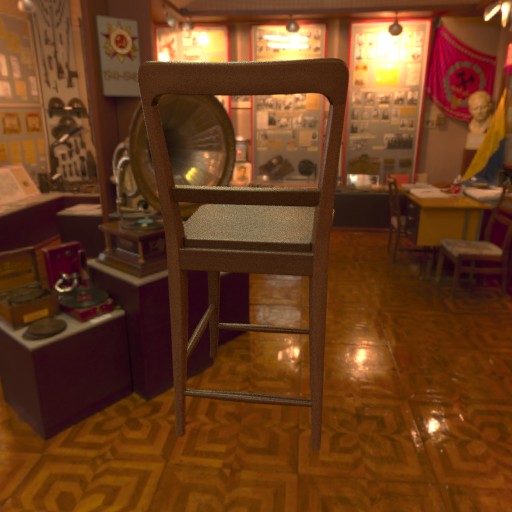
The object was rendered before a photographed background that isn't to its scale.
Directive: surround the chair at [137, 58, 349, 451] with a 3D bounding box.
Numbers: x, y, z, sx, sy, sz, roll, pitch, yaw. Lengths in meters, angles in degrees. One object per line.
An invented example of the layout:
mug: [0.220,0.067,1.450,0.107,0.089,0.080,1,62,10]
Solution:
chair: [0.000,0.000,1.277,0.450,0.991,0.546,3,18,8]
